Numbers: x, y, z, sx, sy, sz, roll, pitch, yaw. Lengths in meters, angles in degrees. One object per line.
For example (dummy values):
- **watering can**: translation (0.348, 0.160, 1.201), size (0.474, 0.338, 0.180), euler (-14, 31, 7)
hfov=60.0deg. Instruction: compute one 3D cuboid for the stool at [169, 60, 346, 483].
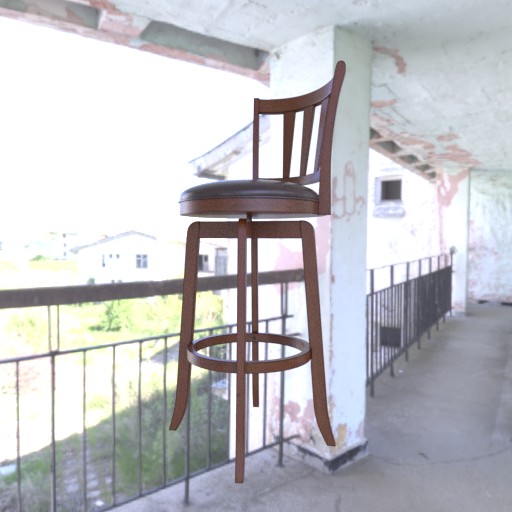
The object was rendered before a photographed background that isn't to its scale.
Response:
- **stool**: translation (0.000, 0.000, 1.436), size (0.503, 1.177, 0.464), euler (-2, 3, -36)
